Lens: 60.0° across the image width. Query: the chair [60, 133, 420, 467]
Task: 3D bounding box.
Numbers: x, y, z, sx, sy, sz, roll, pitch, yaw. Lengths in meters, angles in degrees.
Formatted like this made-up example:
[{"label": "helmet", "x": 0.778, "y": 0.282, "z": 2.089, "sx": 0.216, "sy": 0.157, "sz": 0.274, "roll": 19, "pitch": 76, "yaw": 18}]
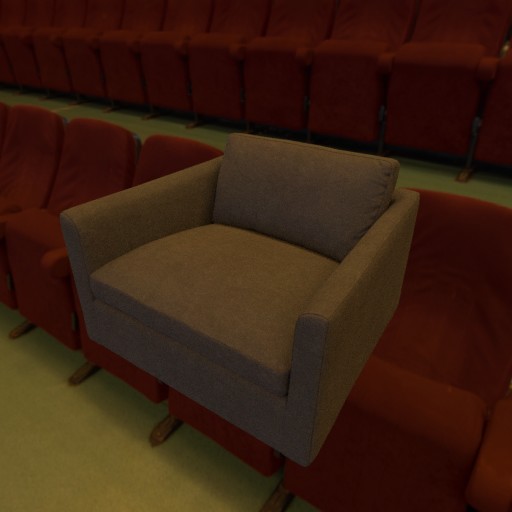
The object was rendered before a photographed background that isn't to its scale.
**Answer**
[{"label": "chair", "x": 0.000, "y": 0.000, "z": 1.944, "sx": 1.190, "sy": 0.845, "sz": 1.091, "roll": 19, "pitch": 35, "yaw": 30}]
